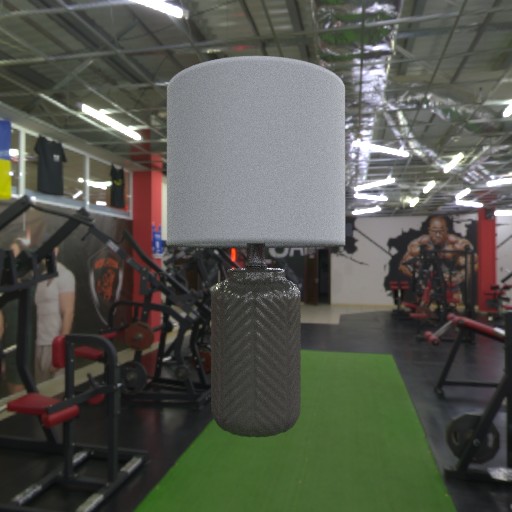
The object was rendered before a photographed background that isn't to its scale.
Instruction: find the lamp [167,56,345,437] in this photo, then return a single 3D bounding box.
[{"bbox_3d":[0.000,0.000,0.515,0.203,0.389,0.203,0,0,15],"label":"lamp"}]
